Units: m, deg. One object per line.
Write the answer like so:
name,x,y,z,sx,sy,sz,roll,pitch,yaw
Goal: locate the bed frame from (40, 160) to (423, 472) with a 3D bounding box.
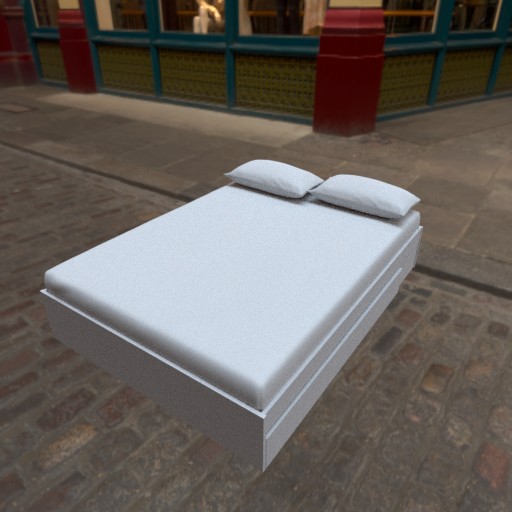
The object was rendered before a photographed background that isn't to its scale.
bed frame,0.000,0.000,2.694,1.450,0.629,1.950,19,35,30
